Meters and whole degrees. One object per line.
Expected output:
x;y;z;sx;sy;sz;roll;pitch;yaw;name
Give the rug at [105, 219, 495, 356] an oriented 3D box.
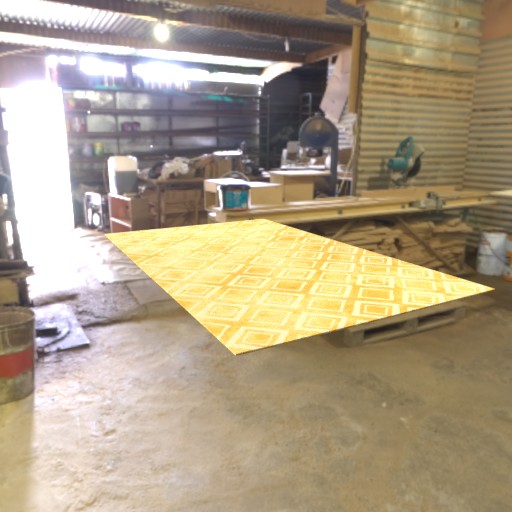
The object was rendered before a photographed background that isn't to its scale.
0.000;0.000;2.977;1.511;0.010;2.424;-8;17;-28;rug
